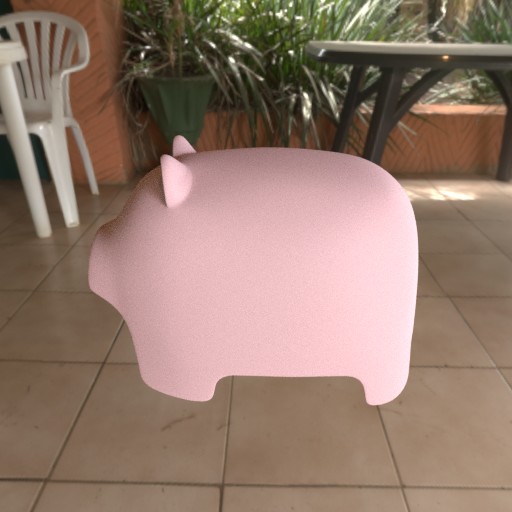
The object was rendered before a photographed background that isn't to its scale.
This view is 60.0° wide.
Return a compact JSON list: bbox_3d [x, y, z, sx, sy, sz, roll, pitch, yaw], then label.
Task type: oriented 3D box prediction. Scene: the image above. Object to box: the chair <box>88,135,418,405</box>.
[{"bbox_3d":[0.000,0.000,0.845,0.619,0.423,0.364,0,27,0],"label":"chair"}]
